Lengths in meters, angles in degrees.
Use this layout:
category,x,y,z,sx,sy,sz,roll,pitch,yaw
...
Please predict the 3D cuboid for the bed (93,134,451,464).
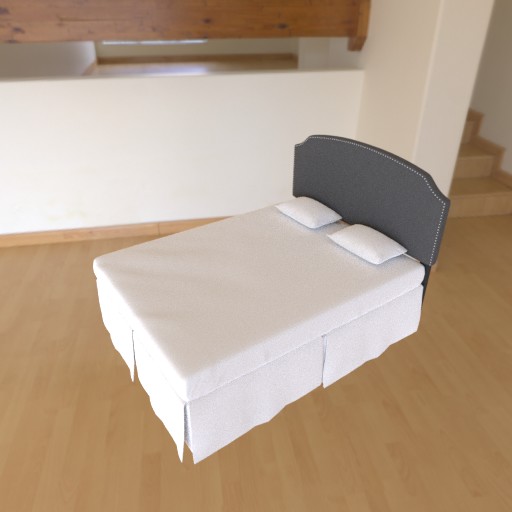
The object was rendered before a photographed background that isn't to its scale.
category,x,y,z,sx,sy,sz,roll,pitch,yaw
bed,0.000,0.000,3.109,1.999,1.270,1.558,-20,36,-29
